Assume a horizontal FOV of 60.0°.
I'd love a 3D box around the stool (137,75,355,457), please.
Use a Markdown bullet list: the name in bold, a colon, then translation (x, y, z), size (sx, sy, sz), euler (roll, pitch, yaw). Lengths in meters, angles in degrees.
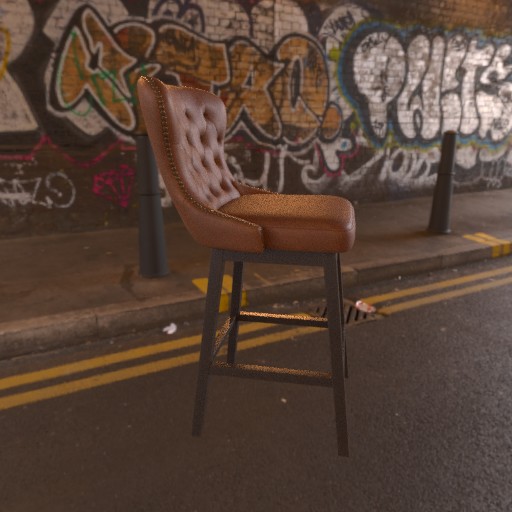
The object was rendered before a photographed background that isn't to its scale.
- **stool**: translation (0.000, 0.000, 1.309), size (0.593, 0.971, 0.528), euler (3, 17, 11)
